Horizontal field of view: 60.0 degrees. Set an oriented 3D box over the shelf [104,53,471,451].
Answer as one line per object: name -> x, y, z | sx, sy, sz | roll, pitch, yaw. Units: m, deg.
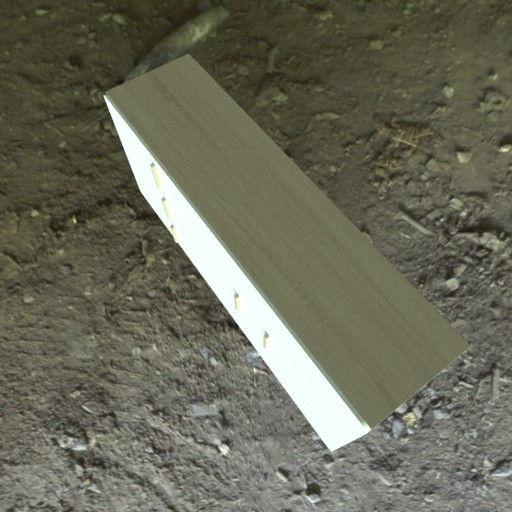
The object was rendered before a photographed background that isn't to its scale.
shelf -> 0.000, 0.000, 1.801 | 0.400, 0.780, 1.490 | -32, 67, -16
